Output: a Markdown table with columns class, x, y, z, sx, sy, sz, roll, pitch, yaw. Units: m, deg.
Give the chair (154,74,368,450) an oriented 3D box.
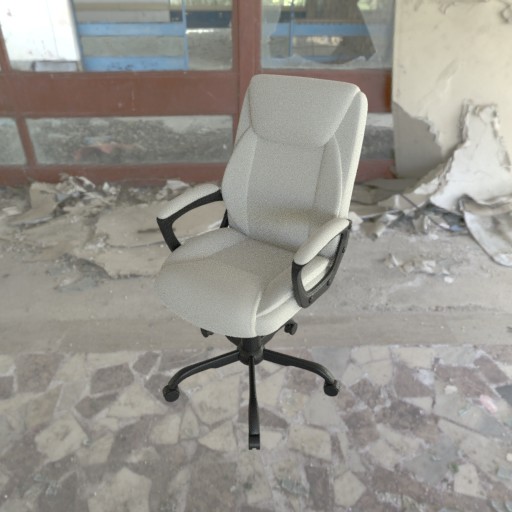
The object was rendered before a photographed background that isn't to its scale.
| class | x | y | z | sx | sy | sz | roll | pitch | yaw |
| --- | --- | --- | --- | --- | --- | --- | --- | --- | --- |
| chair | 0.000 | 0.000 | 1.497 | 0.663 | 1.065 | 0.669 | 19 | 35 | 28 |
